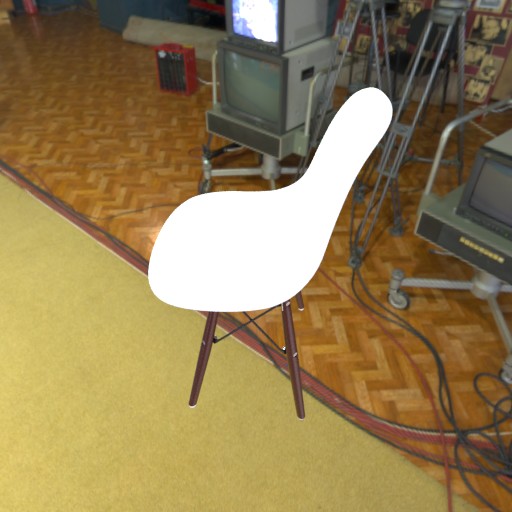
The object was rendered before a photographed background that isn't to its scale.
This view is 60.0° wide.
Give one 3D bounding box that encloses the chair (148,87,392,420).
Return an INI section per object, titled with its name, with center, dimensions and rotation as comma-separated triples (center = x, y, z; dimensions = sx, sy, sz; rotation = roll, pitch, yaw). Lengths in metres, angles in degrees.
[chair]
center = 0.000, 0.000, 1.155
dimensions = 0.533, 0.826, 0.470
rotation = 2, 40, 2
